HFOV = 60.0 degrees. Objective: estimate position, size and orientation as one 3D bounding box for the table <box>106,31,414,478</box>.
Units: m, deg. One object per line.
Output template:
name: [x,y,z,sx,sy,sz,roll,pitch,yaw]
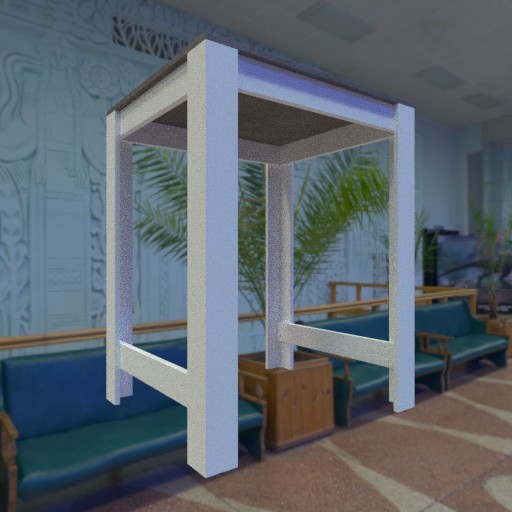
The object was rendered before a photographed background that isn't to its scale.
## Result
table: [0.000,0.000,1.525,0.800,1.020,0.700,0,0,-36]
